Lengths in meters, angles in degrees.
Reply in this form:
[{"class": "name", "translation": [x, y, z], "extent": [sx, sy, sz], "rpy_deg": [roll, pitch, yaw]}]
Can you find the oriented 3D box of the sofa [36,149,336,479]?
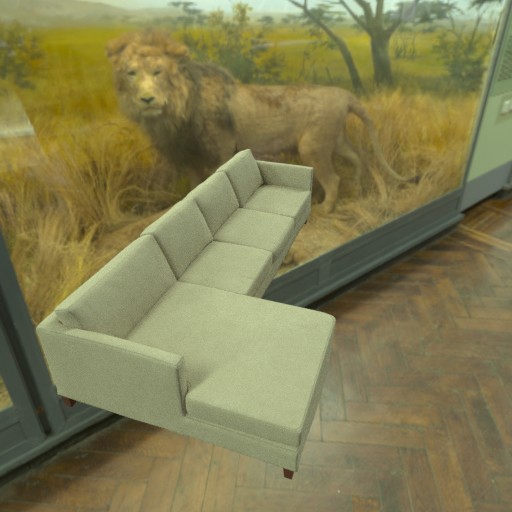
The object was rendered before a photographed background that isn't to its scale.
[{"class": "sofa", "translation": [0.000, 0.000, 3.752], "extent": [1.625, 0.846, 3.186], "rpy_deg": [10, 33, 17]}]
